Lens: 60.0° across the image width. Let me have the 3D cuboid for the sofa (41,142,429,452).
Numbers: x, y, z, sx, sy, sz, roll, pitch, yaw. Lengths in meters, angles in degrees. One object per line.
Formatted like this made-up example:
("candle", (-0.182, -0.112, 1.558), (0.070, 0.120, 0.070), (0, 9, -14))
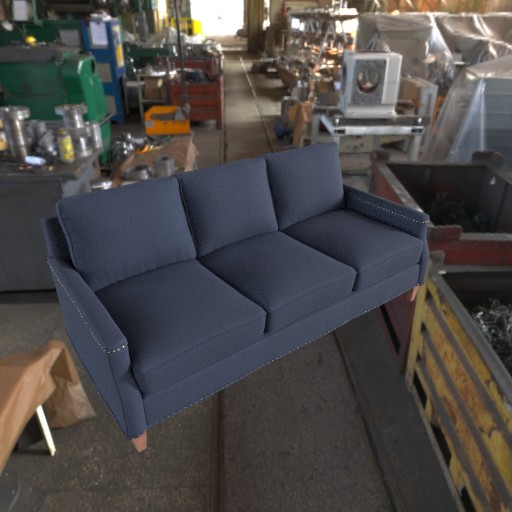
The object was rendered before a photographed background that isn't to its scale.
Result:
("sofa", (0.000, 0.000, 2.779), (2.246, 1.003, 1.084), (-20, 34, -32))
